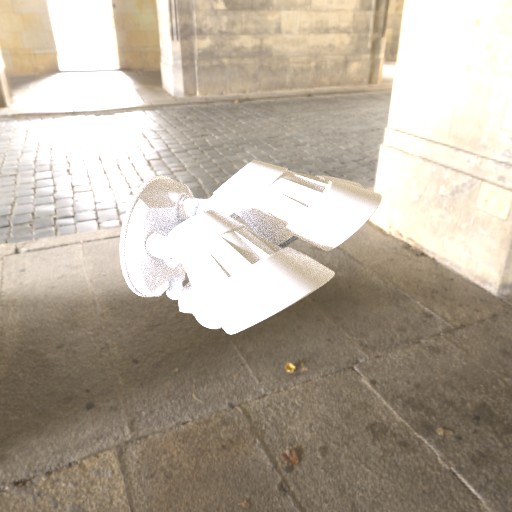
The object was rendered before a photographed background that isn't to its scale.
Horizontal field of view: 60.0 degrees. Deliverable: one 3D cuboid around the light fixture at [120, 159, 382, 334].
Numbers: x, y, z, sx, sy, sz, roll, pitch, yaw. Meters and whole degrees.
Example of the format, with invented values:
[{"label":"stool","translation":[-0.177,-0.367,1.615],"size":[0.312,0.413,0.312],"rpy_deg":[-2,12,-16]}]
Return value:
[{"label":"light fixture","translation":[0.000,0.000,0.547],"size":[0.278,0.237,0.369],"rpy_deg":[10,29,17]}]
